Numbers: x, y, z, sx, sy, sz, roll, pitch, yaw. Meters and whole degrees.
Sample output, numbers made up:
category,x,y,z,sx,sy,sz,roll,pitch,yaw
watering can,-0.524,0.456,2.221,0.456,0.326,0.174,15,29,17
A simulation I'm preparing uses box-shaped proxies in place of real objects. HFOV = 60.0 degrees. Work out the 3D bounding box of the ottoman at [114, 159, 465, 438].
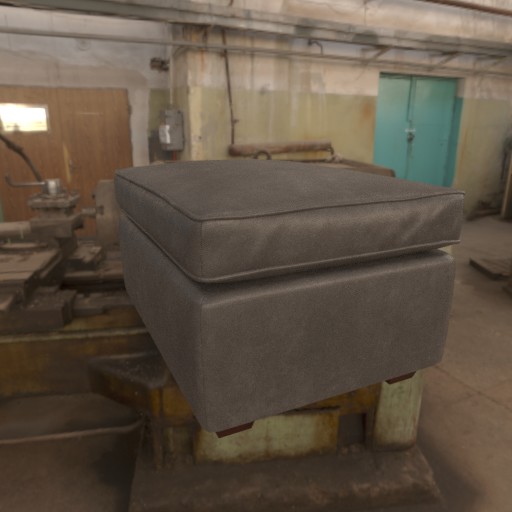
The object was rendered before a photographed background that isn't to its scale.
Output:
category,x,y,z,sx,sy,sz,roll,pitch,yaw
ottoman,0.000,0.000,1.094,0.554,0.445,0.756,-8,18,-24
